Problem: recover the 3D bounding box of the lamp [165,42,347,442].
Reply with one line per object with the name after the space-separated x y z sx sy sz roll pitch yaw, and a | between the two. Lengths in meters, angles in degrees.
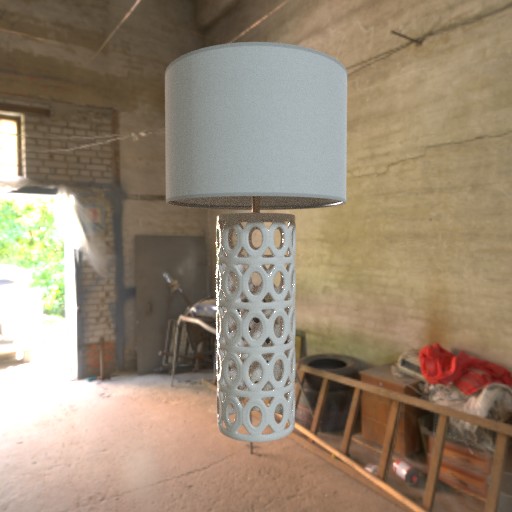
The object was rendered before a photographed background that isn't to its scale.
0.000 0.000 0.820 0.325 0.636 0.324 1 2 19 | lamp
